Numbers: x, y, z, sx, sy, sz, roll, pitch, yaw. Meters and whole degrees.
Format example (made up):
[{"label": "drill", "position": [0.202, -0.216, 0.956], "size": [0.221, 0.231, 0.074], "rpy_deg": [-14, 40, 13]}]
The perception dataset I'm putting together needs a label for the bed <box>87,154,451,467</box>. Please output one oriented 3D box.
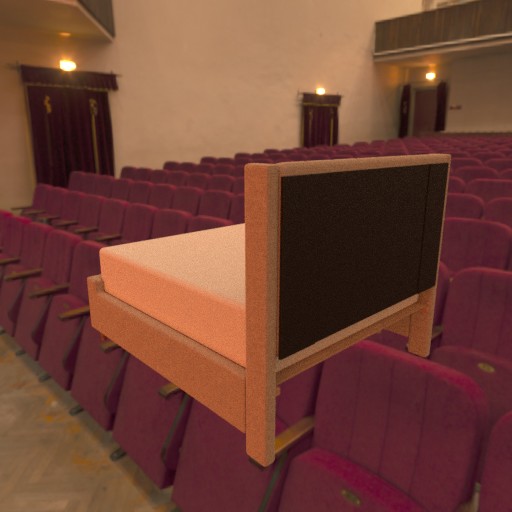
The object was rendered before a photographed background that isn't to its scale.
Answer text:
[{"label": "bed", "position": [0.000, 0.000, 3.843], "size": [2.045, 1.743, 2.370], "rpy_deg": [-14, 20, -42]}]
